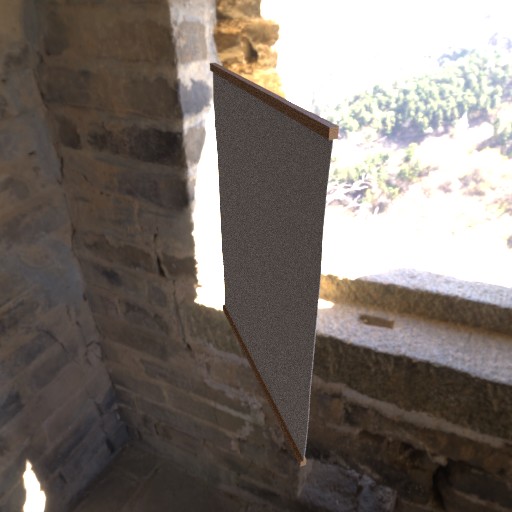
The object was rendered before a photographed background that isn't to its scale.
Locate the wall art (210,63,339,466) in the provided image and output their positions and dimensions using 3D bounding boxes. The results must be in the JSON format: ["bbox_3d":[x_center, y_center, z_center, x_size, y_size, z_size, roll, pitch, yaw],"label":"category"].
[{"bbox_3d":[0.000,0.000,0.695,0.010,0.507,0.404,-11,33,-17],"label":"wall art"}]
